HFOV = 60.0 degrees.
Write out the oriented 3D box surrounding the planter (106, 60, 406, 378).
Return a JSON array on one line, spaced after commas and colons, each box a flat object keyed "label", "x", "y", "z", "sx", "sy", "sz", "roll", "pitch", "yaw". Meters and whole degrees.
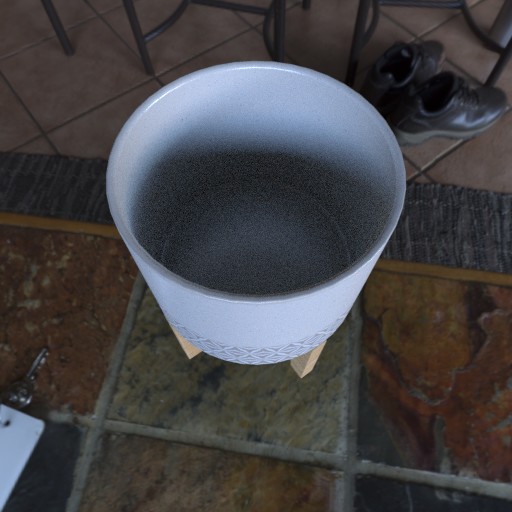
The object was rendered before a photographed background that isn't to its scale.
[{"label": "planter", "x": 0.000, "y": 0.000, "z": 0.523, "sx": 0.249, "sy": 0.343, "sz": 0.249, "roll": 0, "pitch": 63, "yaw": 0}]
